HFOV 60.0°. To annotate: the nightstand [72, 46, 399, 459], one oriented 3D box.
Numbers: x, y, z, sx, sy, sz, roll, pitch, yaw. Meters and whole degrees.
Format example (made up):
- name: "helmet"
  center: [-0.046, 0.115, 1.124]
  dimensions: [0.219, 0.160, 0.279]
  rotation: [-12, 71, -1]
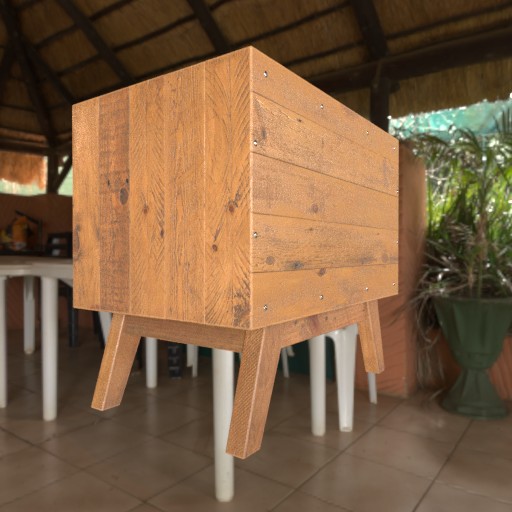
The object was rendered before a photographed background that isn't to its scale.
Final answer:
- name: "nightstand"
  center: [0.000, 0.000, 1.018]
  dimensions: [0.450, 0.599, 0.650]
  rotation: [0, 1, 35]
